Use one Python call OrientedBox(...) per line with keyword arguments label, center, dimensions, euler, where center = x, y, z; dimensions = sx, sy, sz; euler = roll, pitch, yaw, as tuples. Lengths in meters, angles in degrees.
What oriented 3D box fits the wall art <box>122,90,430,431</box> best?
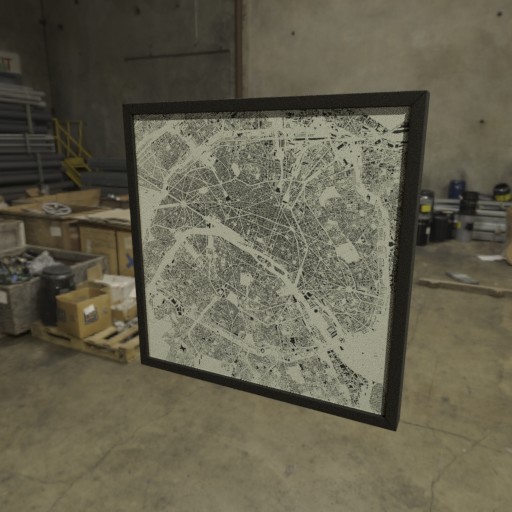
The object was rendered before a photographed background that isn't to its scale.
OrientedBox(label="wall art", center=(0.000, 0.000, 0.756), dimensions=(0.508, 0.508, 0.037), euler=(7, 16, 25))
